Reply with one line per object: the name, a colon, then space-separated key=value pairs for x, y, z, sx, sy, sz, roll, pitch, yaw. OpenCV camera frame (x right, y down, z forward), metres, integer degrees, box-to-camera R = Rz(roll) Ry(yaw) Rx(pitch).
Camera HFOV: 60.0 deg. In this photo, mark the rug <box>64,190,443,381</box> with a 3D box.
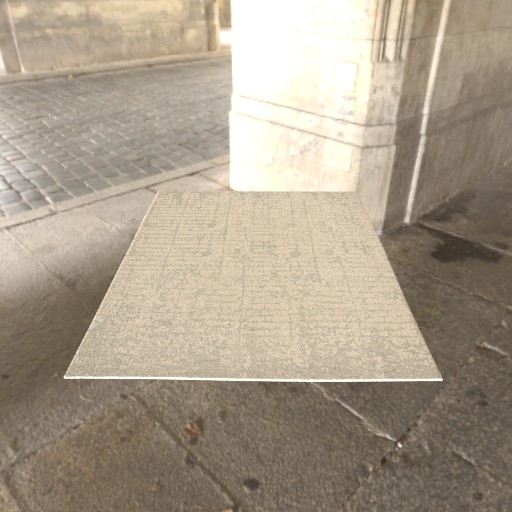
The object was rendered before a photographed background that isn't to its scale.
rug: x=0.000 y=0.000 z=4.141 sx=2.447 sy=0.014 sz=3.061 roll=0 pitch=31 yaw=1
